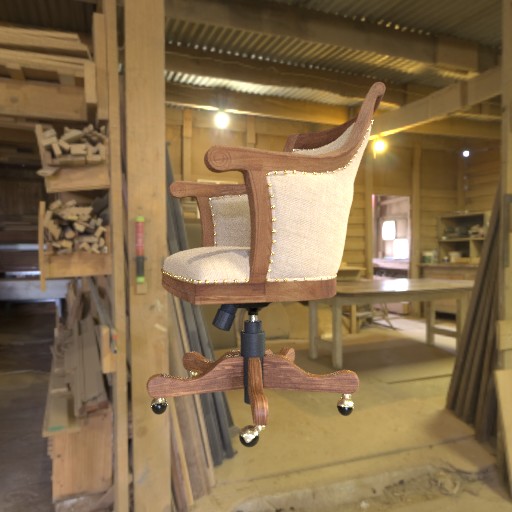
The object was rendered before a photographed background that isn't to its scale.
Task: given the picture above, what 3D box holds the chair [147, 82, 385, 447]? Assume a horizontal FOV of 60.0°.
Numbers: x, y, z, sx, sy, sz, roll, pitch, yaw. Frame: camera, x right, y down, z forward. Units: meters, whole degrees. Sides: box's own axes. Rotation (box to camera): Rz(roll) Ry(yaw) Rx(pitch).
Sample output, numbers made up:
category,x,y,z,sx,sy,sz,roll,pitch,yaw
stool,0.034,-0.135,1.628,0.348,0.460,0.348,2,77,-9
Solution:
category,x,y,z,sx,sy,sz,roll,pitch,yaw
chair,0.000,0.000,1.425,0.689,0.965,0.656,0,1,-19
